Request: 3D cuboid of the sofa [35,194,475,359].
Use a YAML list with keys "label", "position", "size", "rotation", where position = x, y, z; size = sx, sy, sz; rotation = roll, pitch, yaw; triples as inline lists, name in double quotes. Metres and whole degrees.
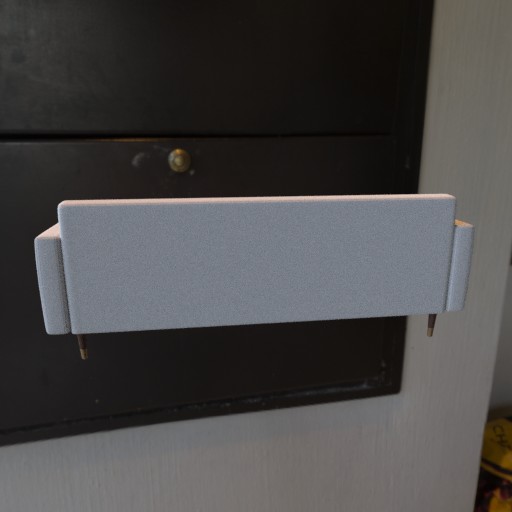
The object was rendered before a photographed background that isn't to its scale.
- label: "sofa"
  position: [0.000, 0.000, 2.728]
  size: [2.291, 0.821, 0.990]
  rotation: [-2, 15, -8]
